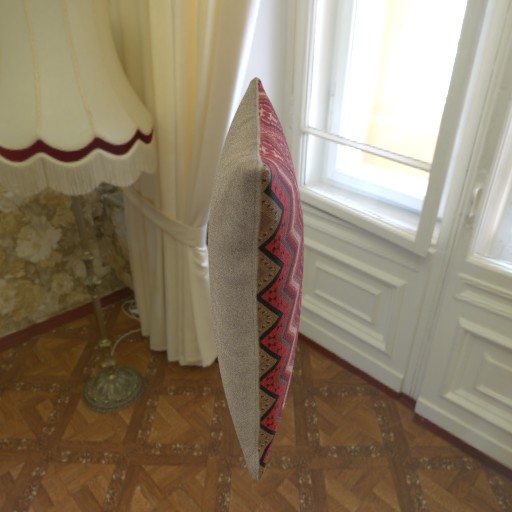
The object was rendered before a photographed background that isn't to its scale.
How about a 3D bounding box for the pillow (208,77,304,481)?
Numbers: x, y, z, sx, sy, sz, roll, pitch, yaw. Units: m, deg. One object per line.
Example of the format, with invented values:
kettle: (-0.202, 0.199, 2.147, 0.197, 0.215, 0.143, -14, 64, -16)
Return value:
pillow: (0.000, 0.000, 0.777, 0.158, 0.511, 0.513, 0, 31, 0)
